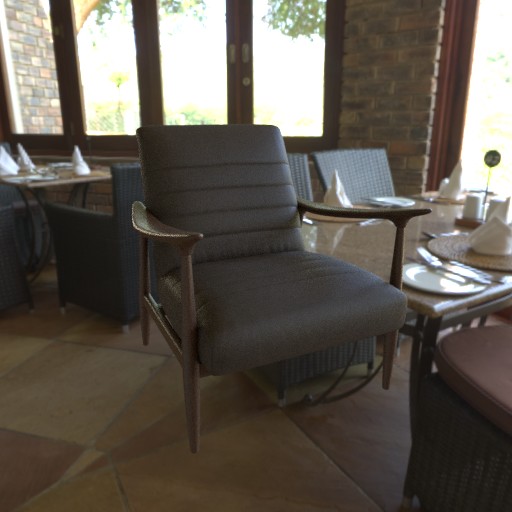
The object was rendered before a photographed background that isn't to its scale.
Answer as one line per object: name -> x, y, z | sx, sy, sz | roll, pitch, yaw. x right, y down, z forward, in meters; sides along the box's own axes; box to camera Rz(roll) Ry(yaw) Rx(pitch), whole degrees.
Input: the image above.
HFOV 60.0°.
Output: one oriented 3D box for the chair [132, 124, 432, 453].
chair -> 0.000, 0.000, 1.448 | 0.741, 0.831, 0.798 | -8, 18, -25
